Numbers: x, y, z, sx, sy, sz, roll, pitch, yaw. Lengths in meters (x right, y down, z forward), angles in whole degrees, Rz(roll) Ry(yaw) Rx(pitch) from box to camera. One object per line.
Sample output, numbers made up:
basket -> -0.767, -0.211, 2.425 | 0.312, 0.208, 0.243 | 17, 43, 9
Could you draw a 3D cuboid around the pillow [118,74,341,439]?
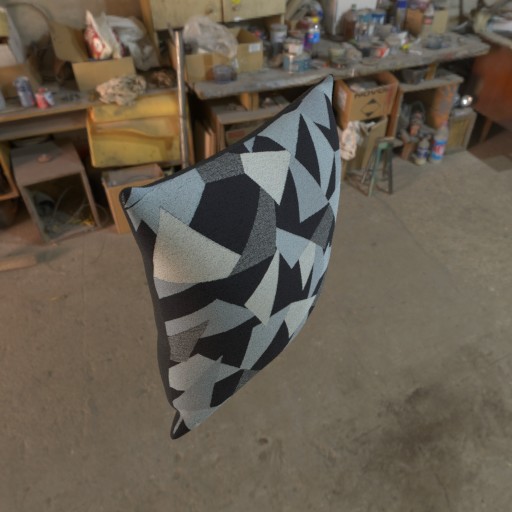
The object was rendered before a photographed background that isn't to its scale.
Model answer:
pillow -> 0.000, 0.000, 0.768 | 0.208, 0.496, 0.503 | 24, 45, 26
